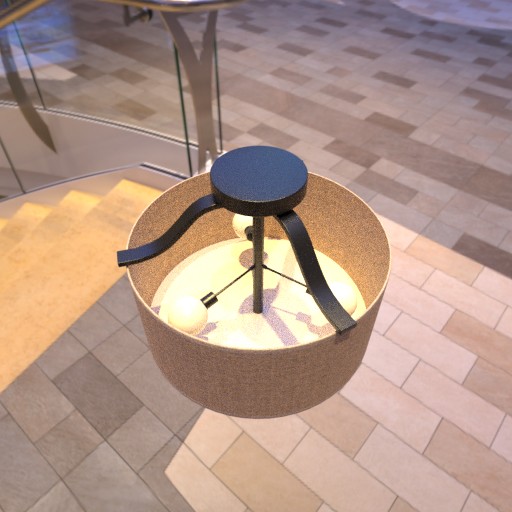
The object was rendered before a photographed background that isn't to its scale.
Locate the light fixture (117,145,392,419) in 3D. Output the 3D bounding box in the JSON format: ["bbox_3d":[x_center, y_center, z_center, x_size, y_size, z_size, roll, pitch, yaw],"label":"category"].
[{"bbox_3d":[0.000,0.000,0.674,0.390,0.306,0.390,0,45,0],"label":"light fixture"}]
